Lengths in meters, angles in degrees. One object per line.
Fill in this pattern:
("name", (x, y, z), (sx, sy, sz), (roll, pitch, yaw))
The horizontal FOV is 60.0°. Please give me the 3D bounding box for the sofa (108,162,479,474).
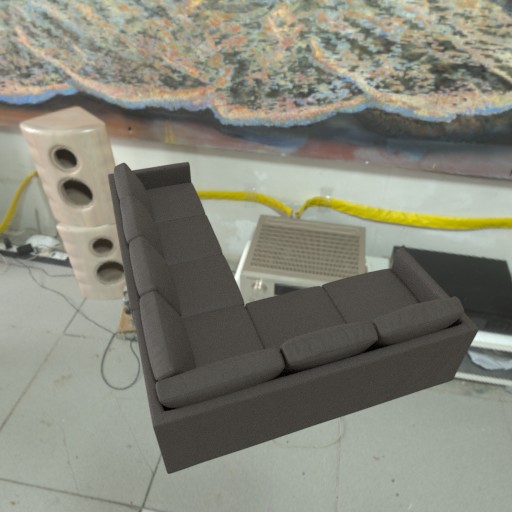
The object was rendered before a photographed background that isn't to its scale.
("sofa", (0.000, 0.000, 4.274), (2.432, 0.871, 3.182), (-13, 42, -14))
